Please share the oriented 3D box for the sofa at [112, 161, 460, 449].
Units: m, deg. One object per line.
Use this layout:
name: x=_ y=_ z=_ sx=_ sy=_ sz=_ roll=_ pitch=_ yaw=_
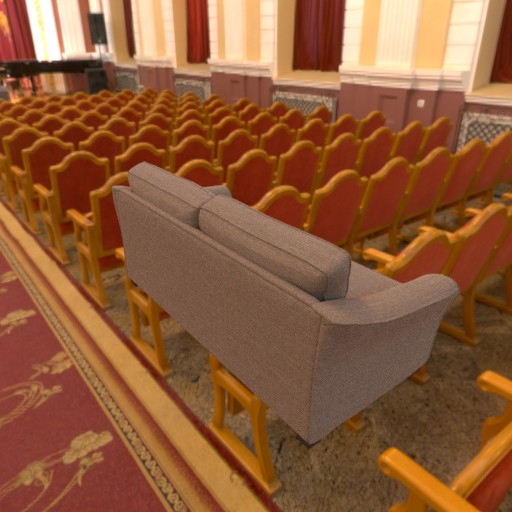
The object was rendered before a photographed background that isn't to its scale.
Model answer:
sofa: x=0.000 y=0.000 z=2.825 sx=0.980 sy=0.965 sz=2.270 roll=-18 pitch=31 yaw=-33
